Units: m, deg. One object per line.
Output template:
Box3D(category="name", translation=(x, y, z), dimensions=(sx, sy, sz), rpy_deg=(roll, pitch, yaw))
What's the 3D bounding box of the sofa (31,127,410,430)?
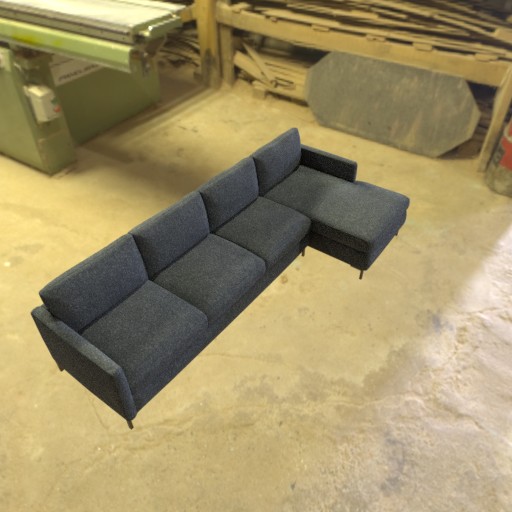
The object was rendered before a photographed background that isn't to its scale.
Box3D(category="sofa", translation=(0.000, 0.000, 3.415), dimensions=(1.350, 0.810, 2.932), rpy_deg=(26, 48, 27))
